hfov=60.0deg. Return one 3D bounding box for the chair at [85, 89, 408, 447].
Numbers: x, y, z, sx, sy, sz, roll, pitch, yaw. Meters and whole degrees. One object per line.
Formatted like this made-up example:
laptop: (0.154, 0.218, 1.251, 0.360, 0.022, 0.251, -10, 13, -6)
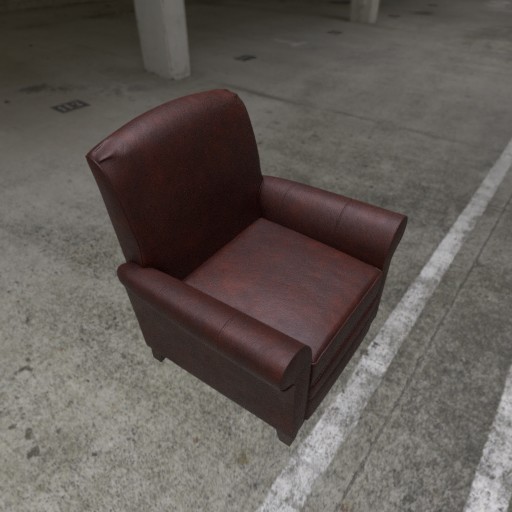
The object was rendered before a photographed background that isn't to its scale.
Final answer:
chair: (0.000, 0.000, 1.790, 0.902, 1.061, 0.978, 25, 46, 26)
